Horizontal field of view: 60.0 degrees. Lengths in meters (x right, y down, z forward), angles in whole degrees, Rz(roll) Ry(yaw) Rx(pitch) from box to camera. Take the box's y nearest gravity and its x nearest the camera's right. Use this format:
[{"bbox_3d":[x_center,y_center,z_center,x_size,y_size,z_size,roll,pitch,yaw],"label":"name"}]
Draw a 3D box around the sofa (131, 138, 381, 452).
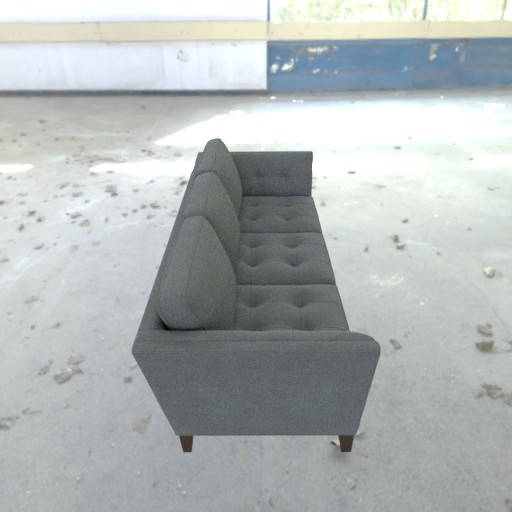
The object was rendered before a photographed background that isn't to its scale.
[{"bbox_3d":[0.000,0.000,2.861,0.965,0.940,2.387,0,31,0],"label":"sofa"}]
